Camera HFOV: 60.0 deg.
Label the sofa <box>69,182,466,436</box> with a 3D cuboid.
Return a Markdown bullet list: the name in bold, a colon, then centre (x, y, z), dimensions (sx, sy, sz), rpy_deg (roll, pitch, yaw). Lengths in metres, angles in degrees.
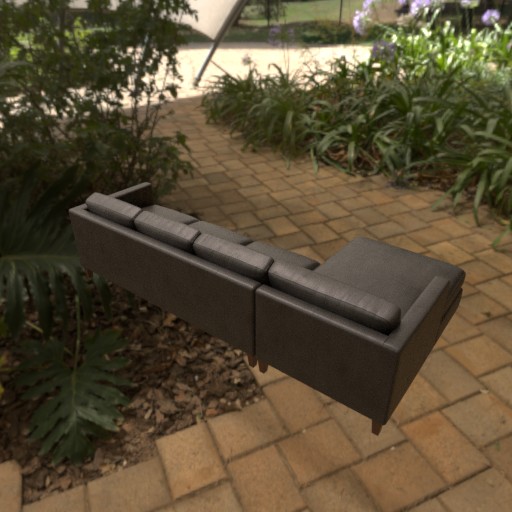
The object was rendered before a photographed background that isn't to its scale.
- **sofa**: centre (0.000, 0.000, 3.964), dimensions (3.203, 0.883, 1.581), rpy_deg (21, 36, 32)
